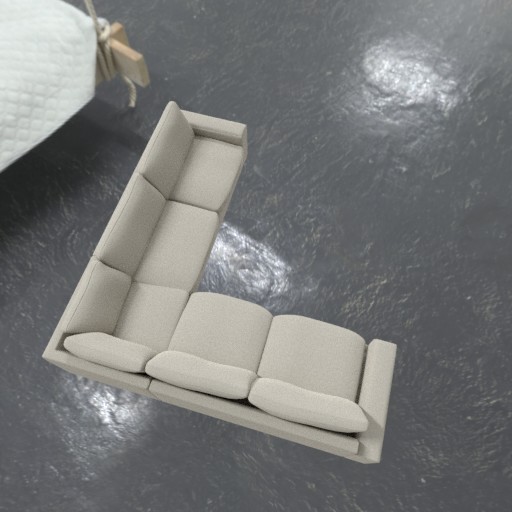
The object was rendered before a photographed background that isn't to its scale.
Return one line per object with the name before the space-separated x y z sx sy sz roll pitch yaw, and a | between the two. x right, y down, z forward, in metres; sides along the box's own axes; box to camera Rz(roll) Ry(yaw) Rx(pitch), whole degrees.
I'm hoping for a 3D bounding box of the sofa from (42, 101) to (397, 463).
sofa | 0.000 0.000 4.631 3.066 0.918 3.206 14 65 7
